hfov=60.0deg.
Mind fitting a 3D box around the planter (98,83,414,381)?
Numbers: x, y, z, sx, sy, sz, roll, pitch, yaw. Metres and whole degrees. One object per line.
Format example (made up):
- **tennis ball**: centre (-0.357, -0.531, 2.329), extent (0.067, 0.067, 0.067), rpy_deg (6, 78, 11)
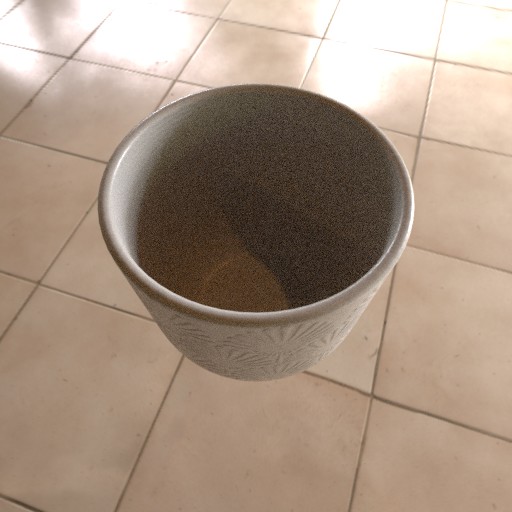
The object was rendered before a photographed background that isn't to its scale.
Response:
- **planter**: centre (0.000, 0.000, 0.303), extent (0.170, 0.152, 0.170), rpy_deg (0, 57, 0)
